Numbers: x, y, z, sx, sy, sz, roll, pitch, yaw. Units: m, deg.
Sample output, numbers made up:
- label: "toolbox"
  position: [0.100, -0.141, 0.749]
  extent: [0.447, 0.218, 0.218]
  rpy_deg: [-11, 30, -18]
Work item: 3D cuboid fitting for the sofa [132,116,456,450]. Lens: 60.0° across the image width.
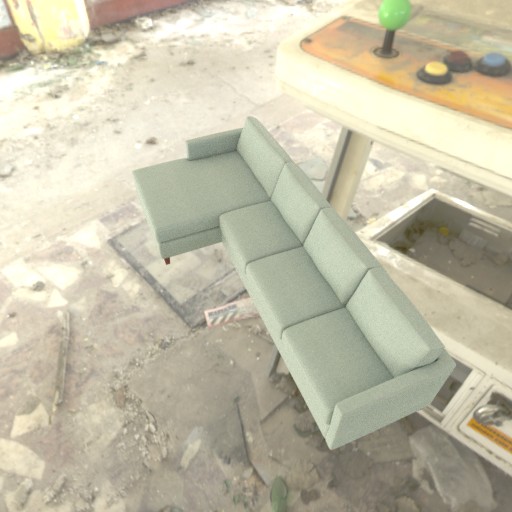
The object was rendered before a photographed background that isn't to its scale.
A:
- label: "sofa"
  position: [0.000, 0.000, 4.119]
  extent: [1.600, 0.953, 3.470]
  rpy_deg: [-17, 49, -15]
